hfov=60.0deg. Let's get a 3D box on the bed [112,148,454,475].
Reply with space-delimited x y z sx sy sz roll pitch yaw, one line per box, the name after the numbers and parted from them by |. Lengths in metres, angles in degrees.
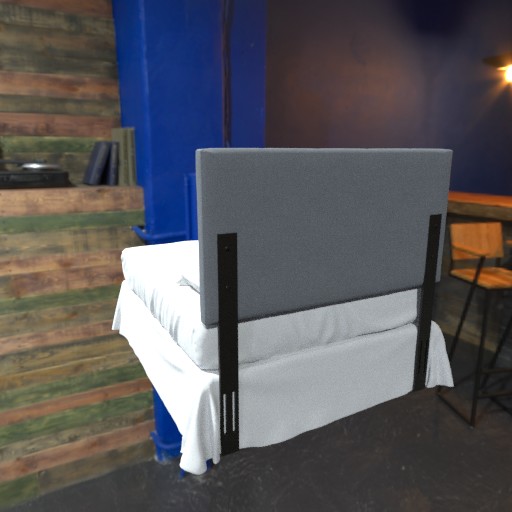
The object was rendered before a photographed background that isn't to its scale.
0.000 0.000 3.363 1.936 1.577 2.222 -7 15 -27 | bed
